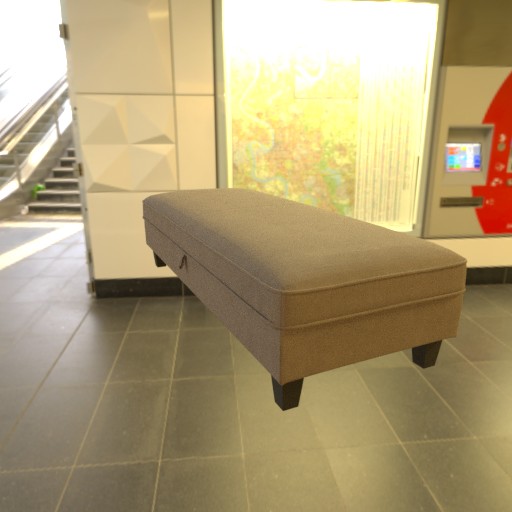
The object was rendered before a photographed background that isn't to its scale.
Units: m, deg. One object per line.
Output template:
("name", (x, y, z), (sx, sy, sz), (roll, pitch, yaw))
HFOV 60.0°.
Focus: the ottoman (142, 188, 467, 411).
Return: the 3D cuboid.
("ottoman", (0.000, 0.000, 2.082), (0.751, 0.470, 1.764), (-8, 18, -24))
